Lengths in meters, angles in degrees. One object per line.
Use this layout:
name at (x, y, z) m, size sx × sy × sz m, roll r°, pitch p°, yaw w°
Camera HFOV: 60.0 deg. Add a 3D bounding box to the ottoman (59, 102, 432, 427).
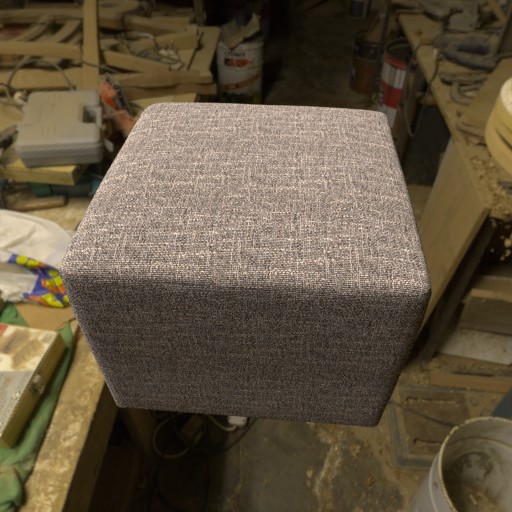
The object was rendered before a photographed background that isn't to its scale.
ottoman at (0.000, 0.000, 0.895) m, size 0.521 × 0.453 × 0.512 m, roll 3°, pitch 45°, yaw 3°
